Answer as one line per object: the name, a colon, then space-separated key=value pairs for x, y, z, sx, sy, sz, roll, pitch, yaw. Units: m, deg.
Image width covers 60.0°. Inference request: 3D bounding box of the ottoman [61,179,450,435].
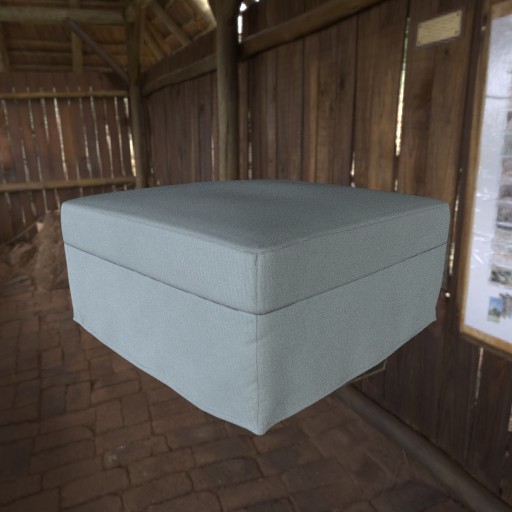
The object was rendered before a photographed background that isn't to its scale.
ottoman: x=0.000 y=0.000 z=1.339 sx=0.842 sy=0.441 sz=0.843 roll=14 pitch=21 yaw=43
